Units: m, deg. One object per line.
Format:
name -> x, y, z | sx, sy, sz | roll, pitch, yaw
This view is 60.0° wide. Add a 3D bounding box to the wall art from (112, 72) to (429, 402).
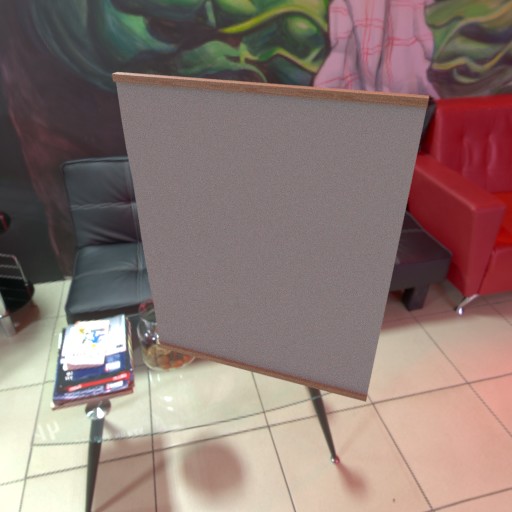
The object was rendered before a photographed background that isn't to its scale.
wall art -> 0.000, 0.000, 0.686 | 0.406, 0.508, 0.013 | 11, 35, 16
